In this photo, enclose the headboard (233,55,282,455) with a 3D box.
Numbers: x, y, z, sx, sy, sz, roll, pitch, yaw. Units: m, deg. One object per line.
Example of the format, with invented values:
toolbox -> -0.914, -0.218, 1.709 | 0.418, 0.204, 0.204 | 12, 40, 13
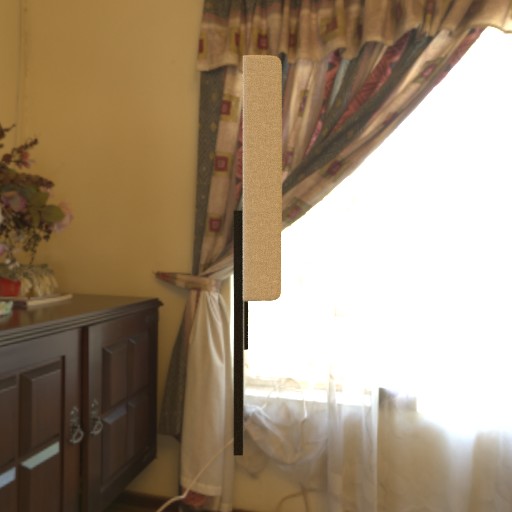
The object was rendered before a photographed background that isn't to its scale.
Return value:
headboard -> 0.000, 0.000, 2.686 | 0.184, 1.524, 2.051 | 0, 1, 0
